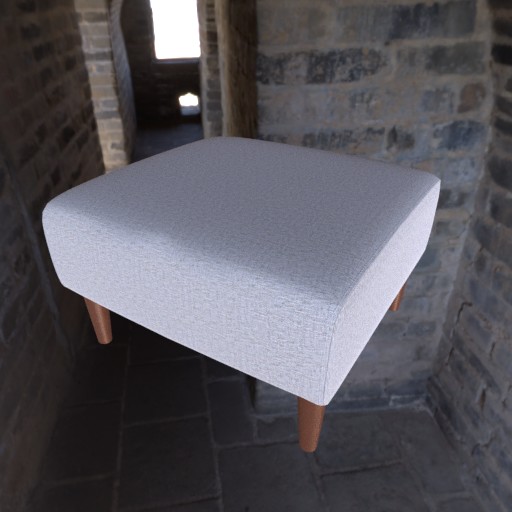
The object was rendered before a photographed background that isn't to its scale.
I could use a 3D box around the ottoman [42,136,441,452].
[{"bbox_3d":[0.000,0.000,1.042,0.655,0.399,0.648,18,34,28],"label":"ottoman"}]
